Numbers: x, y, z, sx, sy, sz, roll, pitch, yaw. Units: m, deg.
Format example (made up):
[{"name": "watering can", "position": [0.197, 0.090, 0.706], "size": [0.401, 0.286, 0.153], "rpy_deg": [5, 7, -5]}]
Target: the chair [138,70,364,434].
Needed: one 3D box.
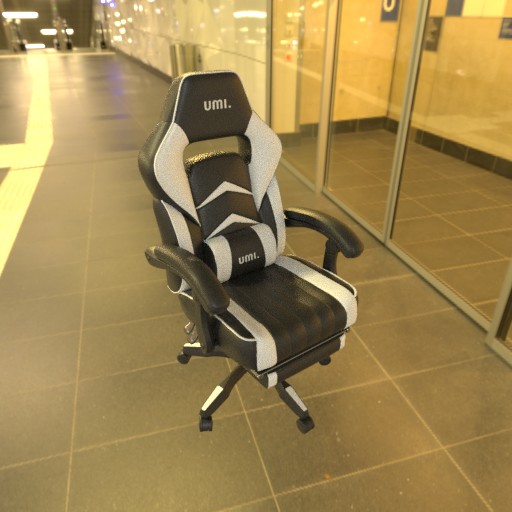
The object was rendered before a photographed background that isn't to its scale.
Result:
[{"name": "chair", "position": [0.000, 0.000, 1.611], "size": [0.676, 1.200, 0.700], "rpy_deg": [-19, 34, -31]}]
